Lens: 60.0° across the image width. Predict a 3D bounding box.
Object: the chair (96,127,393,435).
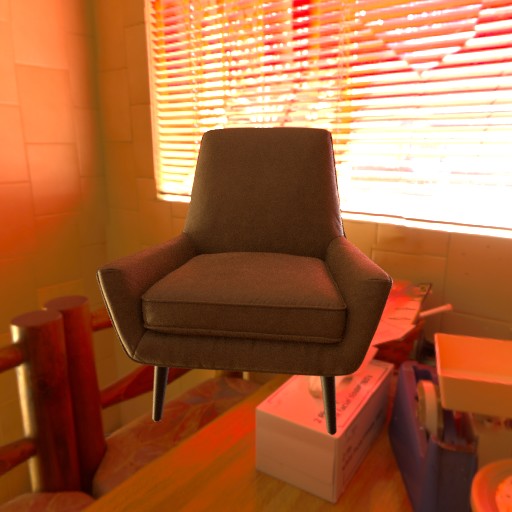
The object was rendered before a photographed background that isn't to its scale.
[{"bbox_3d":[0.000,0.000,1.536,0.787,0.888,0.824,2,14,7],"label":"chair"}]
